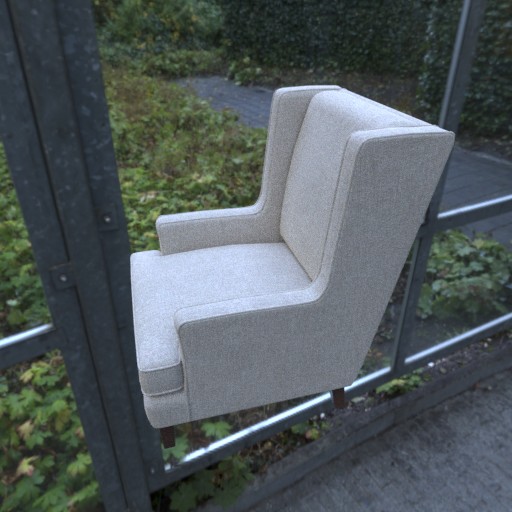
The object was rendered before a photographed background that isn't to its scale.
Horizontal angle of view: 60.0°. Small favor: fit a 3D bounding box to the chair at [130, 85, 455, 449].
[{"bbox_3d":[0.000,0.000,1.687,0.948,1.082,0.764,-8,31,-13],"label":"chair"}]
